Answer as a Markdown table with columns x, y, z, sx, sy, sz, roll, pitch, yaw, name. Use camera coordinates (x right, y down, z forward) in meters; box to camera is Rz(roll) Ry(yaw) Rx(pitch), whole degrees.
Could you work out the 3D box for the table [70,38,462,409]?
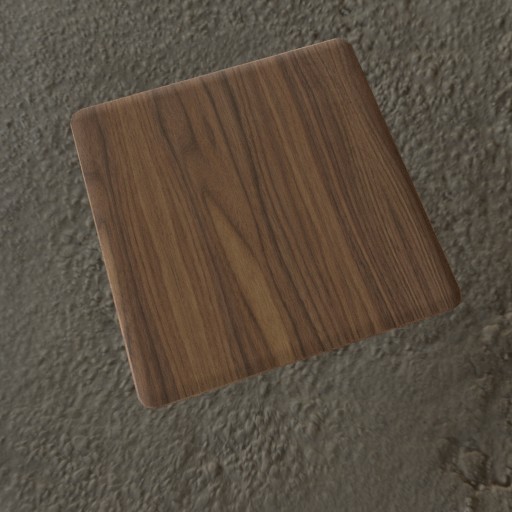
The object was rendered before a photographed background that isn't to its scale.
| x | y | z | sx | sy | sz | roll | pitch | yaw | name |
| --- | --- | --- | --- | --- | --- | --- | --- | --- | --- |
| 0.000 | 0.000 | 0.979 | 0.479 | 0.641 | 0.480 | -17 | 76 | -4 | table |
